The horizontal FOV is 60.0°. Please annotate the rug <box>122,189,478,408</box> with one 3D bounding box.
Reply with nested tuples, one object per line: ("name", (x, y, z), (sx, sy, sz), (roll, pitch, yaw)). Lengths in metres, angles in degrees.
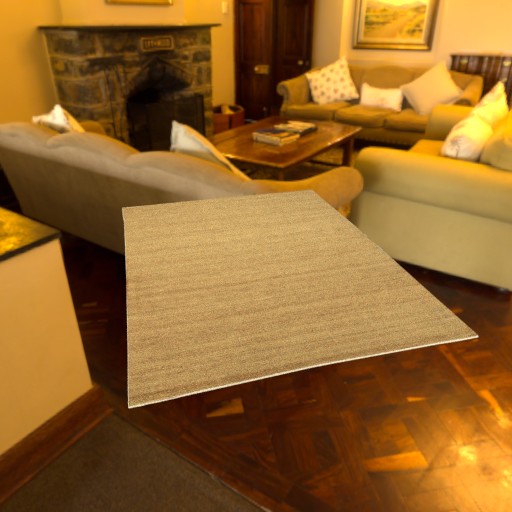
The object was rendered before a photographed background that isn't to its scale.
("rug", (0.000, 0.000, 4.225), (2.434, 0.045, 3.202), (-7, 29, -14))
